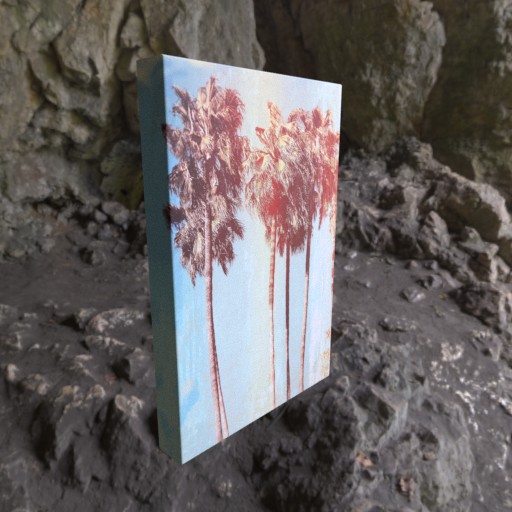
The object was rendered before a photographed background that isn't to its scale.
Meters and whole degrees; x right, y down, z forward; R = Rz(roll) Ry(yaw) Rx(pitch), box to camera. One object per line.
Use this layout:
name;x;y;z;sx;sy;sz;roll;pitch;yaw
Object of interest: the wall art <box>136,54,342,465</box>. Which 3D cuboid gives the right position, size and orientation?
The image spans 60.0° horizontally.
wall art;0.000;0.000;0.494;0.039;0.380;0.251;13;19;43
